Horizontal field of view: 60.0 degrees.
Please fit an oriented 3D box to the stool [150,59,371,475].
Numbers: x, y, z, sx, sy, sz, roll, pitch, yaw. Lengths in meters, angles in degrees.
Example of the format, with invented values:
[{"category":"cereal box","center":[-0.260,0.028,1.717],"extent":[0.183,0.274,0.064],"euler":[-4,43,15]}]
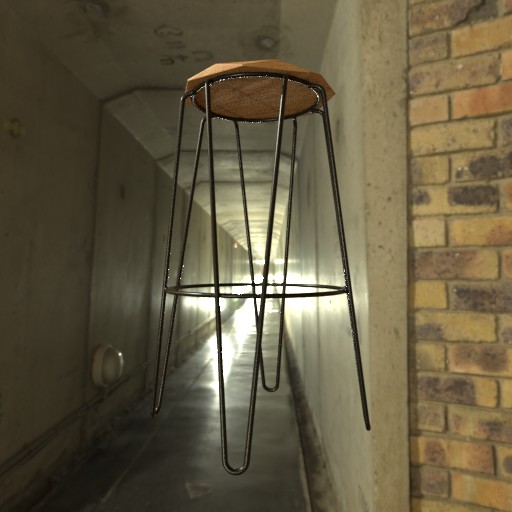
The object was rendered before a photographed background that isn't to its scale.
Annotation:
[{"category":"stool","center":[0.000,0.000,0.808],"extent":[0.326,0.610,0.326],"euler":[0,-1,-36]}]
